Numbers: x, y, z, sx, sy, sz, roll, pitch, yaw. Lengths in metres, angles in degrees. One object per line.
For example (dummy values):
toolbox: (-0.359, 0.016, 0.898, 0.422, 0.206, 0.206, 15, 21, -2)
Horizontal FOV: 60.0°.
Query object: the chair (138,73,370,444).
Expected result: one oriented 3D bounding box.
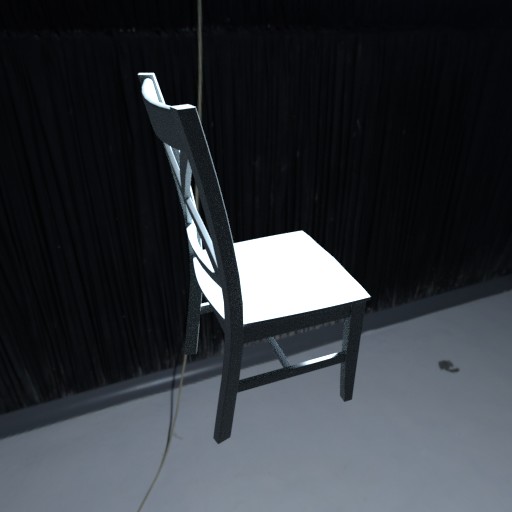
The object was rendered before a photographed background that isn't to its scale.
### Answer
chair: (0.000, 0.000, 1.326, 0.542, 0.983, 0.485, -11, 32, -18)
